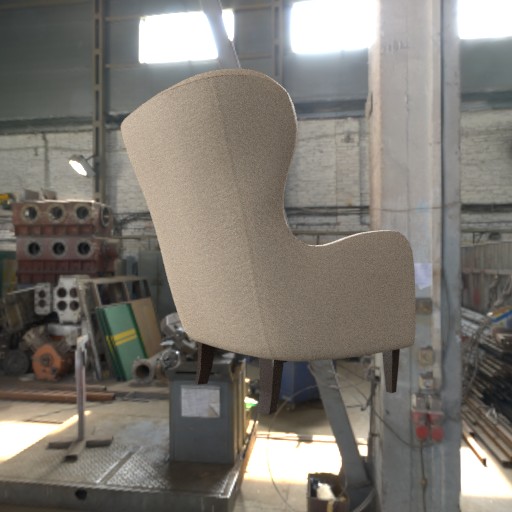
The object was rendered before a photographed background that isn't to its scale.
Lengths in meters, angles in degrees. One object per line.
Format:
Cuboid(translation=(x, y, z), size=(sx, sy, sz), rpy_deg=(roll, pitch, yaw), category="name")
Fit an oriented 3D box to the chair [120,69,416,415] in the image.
Cuboid(translation=(0.000, 0.000, 1.761), size=(0.984, 1.064, 0.861), rpy_deg=(1, -1, -36), category="chair")
